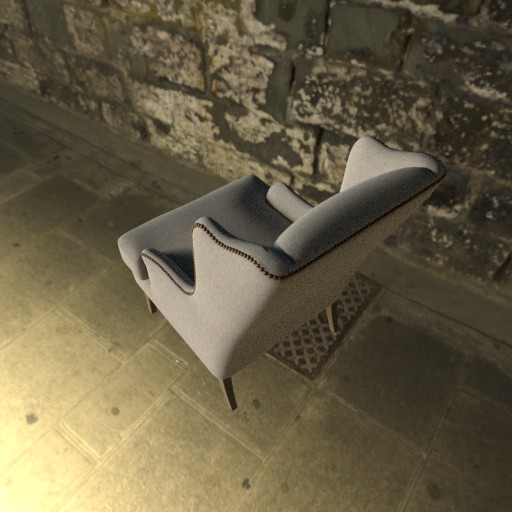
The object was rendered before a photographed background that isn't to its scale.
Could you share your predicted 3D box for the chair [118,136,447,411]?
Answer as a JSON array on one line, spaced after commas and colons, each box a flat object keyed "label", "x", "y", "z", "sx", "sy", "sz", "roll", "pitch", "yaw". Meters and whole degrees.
[{"label": "chair", "x": 0.000, "y": 0.000, "z": 1.696, "sx": 0.737, "sy": 1.029, "sz": 0.940, "roll": -30, "pitch": 52, "yaw": -27}]
